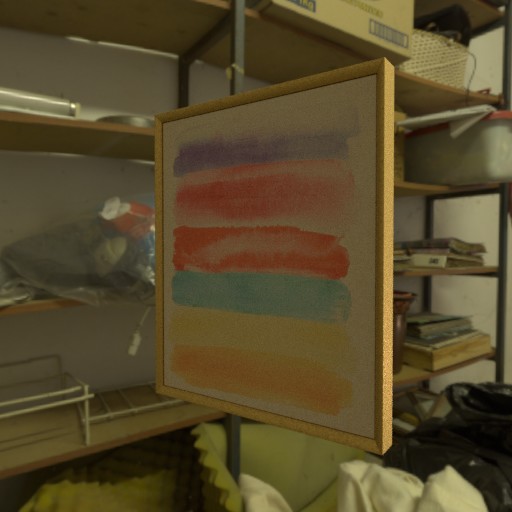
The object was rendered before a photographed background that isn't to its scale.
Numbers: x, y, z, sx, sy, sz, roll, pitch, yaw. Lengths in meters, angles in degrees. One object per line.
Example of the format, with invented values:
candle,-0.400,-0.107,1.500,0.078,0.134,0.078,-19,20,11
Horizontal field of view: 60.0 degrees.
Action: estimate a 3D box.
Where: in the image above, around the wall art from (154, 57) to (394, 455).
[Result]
wall art,0.000,0.000,0.888,0.537,0.642,0.048,1,1,35
